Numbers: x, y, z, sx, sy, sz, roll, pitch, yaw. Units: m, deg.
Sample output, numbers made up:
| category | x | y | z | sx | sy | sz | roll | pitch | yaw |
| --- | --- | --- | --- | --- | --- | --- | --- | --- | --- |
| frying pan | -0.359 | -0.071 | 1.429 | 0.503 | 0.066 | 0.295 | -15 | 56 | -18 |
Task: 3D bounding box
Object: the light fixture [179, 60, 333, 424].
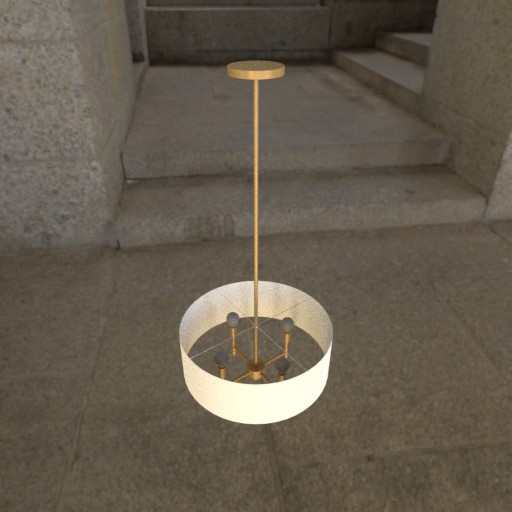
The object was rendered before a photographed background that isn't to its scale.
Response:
| category | x | y | z | sx | sy | sz | roll | pitch | yaw |
| --- | --- | --- | --- | --- | --- | --- | --- | --- | --- |
| light fixture | 0.000 | 0.000 | 1.332 | 0.508 | 1.067 | 0.508 | 0 | 33 | 0 |
